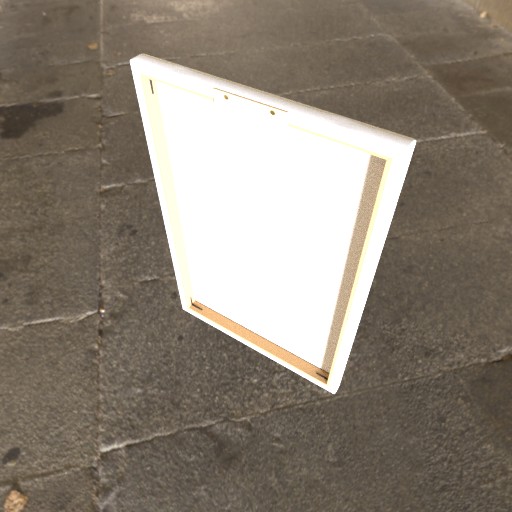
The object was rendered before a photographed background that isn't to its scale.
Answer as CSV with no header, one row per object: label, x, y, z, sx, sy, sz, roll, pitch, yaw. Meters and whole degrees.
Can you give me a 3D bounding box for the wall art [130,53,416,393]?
wall art,0.000,0.000,1.161,0.602,0.902,0.048,25,53,21
